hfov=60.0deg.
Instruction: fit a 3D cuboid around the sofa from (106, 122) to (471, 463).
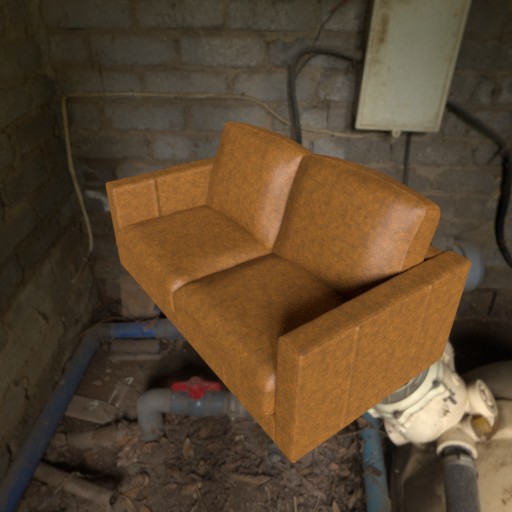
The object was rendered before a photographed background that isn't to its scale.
[{"bbox_3d":[0.000,0.000,2.123,0.909,0.951,1.578,-21,38,-30],"label":"sofa"}]
